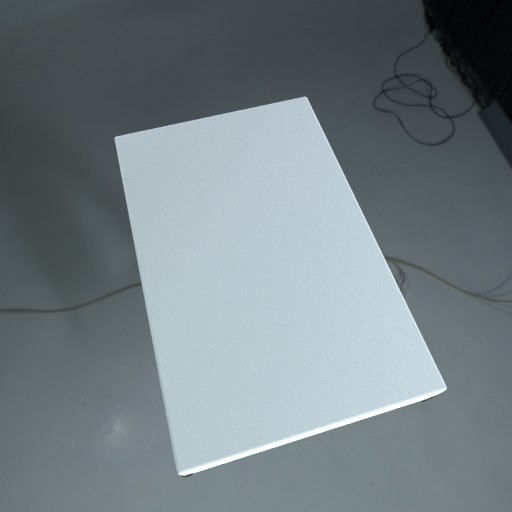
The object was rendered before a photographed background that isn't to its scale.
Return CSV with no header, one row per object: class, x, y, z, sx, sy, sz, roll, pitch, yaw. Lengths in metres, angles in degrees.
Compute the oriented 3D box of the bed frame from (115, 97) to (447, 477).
bed frame,0.000,0.000,3.817,1.930,0.440,2.987,-14,63,-8
